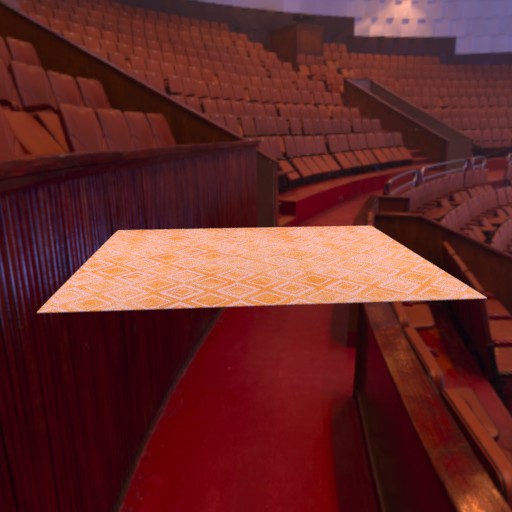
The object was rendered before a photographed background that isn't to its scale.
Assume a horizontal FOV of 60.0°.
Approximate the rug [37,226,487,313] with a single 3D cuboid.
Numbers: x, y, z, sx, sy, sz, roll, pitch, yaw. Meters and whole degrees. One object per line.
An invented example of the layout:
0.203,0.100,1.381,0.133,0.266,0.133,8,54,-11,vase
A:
0.000,0.000,4.131,3.037,0.011,2.433,-1,16,-5,rug
